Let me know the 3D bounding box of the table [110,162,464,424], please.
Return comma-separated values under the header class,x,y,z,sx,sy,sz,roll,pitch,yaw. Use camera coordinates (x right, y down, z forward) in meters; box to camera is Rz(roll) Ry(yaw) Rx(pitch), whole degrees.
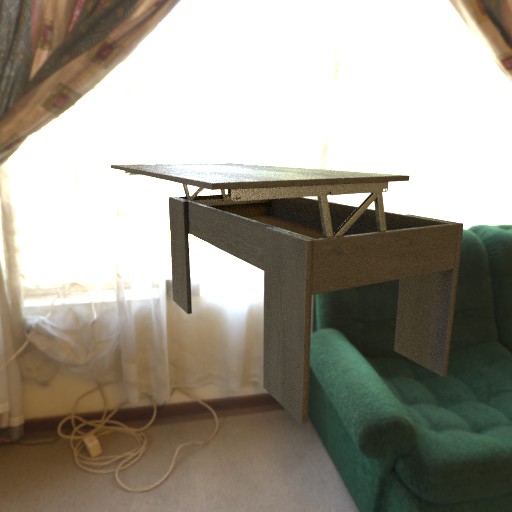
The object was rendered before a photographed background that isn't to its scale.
class,x,y,z,sx,sy,sz,roll,pitch,yaw
table,0.000,0.000,1.462,0.711,0.570,1.000,-7,15,-27
